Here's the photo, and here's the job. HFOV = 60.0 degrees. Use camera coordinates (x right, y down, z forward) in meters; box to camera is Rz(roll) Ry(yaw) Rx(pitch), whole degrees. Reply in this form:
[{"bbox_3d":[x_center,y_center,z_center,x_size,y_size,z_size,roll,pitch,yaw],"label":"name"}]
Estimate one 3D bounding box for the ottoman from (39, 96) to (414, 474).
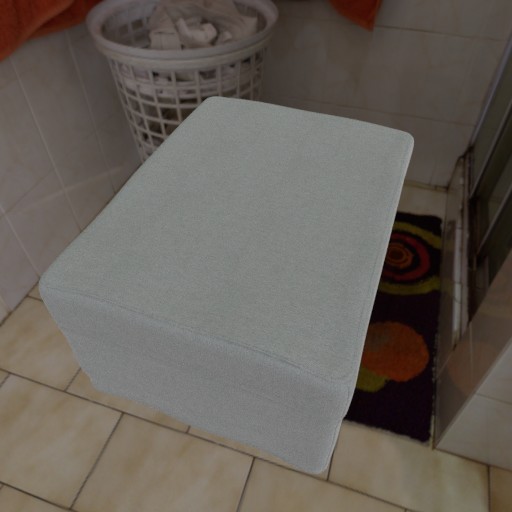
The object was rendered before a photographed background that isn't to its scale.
[{"bbox_3d":[0.000,0.000,1.201,0.648,0.461,0.833,15,49,14],"label":"ottoman"}]
